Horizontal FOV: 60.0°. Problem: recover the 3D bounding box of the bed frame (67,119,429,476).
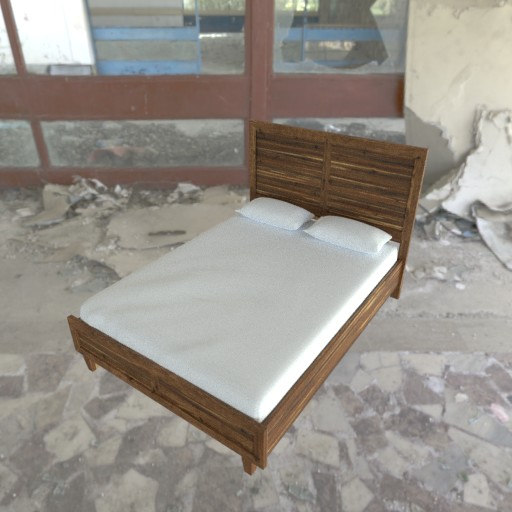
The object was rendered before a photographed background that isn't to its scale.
[{"bbox_3d":[0.000,0.000,3.416,1.696,1.417,2.276,19,35,30],"label":"bed frame"}]
